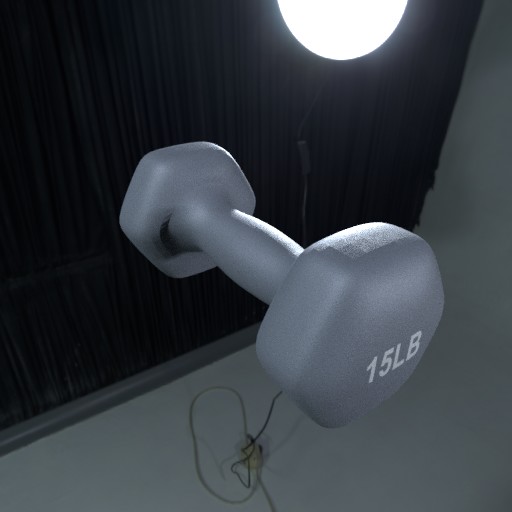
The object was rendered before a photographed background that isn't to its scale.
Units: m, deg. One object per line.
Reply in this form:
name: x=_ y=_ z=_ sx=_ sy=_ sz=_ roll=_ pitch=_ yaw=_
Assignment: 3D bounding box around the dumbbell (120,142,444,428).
dumbbell: x=0.000 y=0.000 z=0.303 sx=0.116 sy=0.105 sz=0.240 roll=-20 pitch=36 yaw=-30
